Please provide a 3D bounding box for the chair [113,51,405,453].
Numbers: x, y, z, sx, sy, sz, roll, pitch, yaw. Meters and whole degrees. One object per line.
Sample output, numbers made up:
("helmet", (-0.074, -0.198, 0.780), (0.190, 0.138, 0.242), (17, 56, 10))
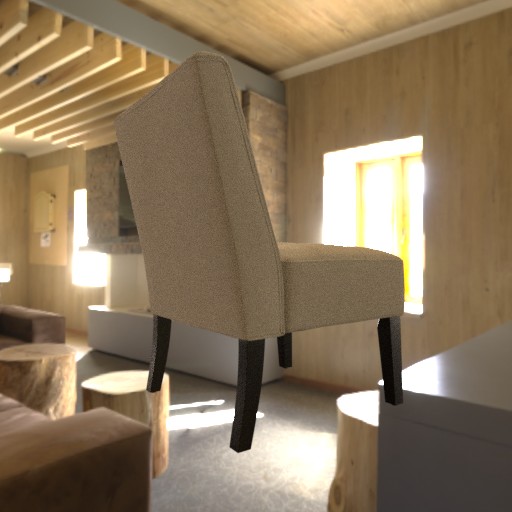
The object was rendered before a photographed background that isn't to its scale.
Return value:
("chair", (0.000, 0.000, 1.299), (0.676, 0.853, 0.569), (0, 0, -35))
